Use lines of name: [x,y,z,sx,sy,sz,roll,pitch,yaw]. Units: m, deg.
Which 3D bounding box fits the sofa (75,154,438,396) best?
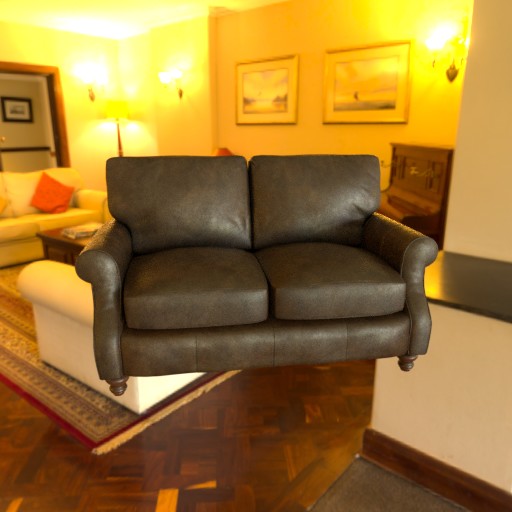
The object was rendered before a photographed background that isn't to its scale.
sofa: [0.000,0.000,2.262,1.616,0.976,0.990,-2,16,-8]
